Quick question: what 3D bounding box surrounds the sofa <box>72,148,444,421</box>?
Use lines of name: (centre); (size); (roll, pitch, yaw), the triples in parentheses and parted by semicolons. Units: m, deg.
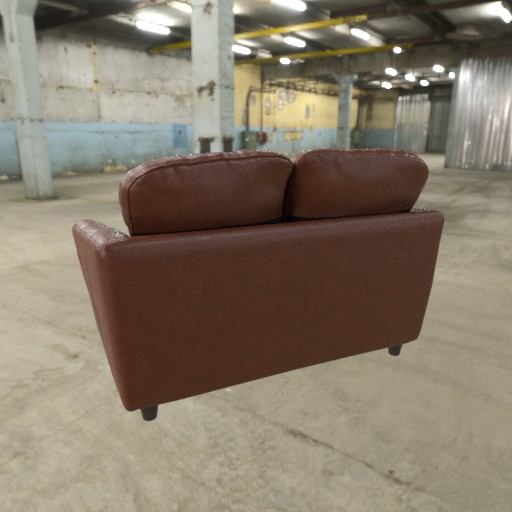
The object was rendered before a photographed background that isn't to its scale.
sofa: (0.000, 0.000, 1.908); (1.406, 0.906, 0.805); (-7, 16, -25)
